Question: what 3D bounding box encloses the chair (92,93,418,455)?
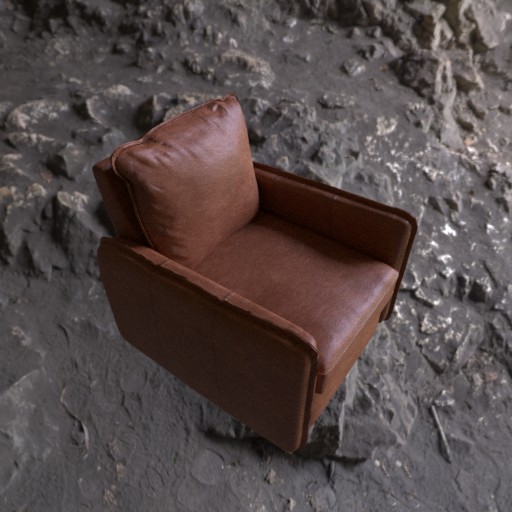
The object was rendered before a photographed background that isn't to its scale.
[{"bbox_3d":[0.000,0.000,1.637,0.922,0.922,0.830,26,47,26],"label":"chair"}]
